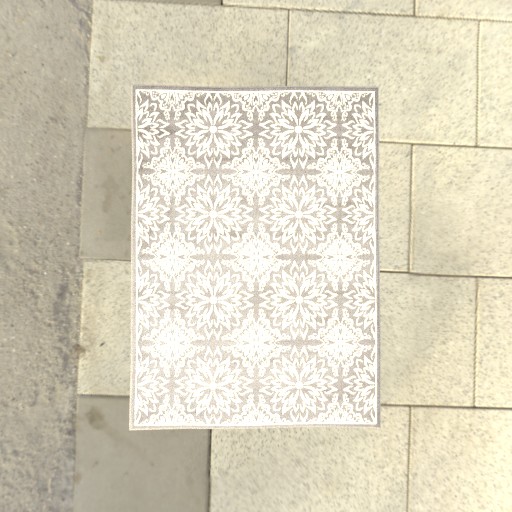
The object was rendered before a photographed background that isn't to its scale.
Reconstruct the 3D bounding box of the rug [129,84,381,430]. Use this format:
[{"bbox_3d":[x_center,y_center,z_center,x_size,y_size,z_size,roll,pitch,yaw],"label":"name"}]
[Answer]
[{"bbox_3d":[0.000,0.000,2.854,1.608,0.014,2.213,0,89,-1],"label":"rug"}]
